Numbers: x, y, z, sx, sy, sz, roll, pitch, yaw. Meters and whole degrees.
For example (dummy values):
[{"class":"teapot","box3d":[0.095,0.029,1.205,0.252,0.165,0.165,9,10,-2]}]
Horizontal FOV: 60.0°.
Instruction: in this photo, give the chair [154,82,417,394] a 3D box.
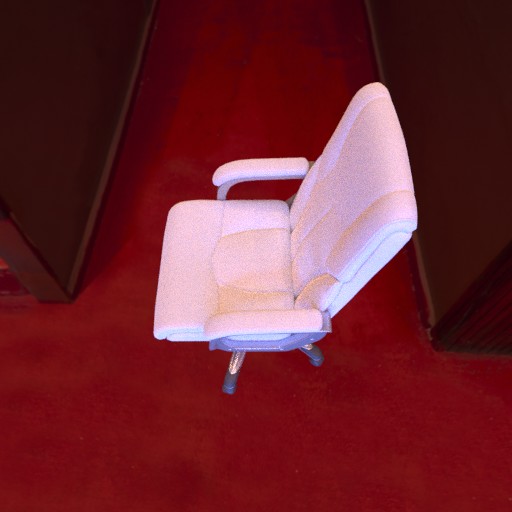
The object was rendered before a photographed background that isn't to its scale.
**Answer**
[{"class":"chair","box3d":[0.000,0.000,1.553,0.738,1.120,0.687,0,59,0]}]
